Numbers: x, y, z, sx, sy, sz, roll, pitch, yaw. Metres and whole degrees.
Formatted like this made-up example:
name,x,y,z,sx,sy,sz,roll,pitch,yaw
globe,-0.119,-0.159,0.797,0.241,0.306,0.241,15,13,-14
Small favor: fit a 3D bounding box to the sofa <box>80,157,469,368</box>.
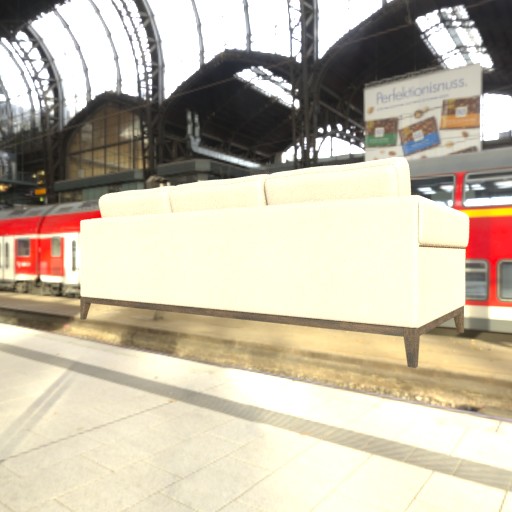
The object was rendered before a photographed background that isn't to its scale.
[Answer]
name,x,y,z,sx,sy,sz,roll,pitch,yaw
sofa,0.000,0.000,2.689,2.210,0.838,0.959,0,0,35
